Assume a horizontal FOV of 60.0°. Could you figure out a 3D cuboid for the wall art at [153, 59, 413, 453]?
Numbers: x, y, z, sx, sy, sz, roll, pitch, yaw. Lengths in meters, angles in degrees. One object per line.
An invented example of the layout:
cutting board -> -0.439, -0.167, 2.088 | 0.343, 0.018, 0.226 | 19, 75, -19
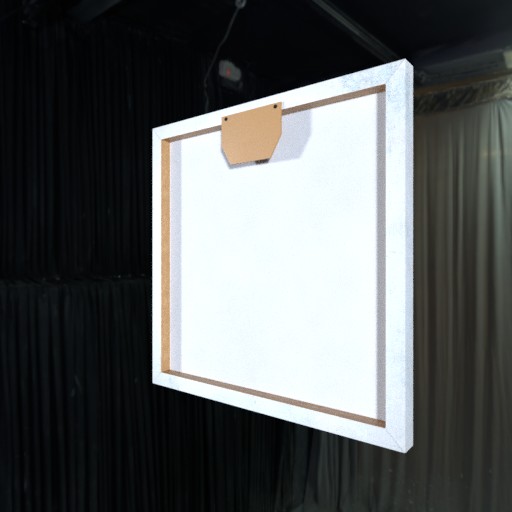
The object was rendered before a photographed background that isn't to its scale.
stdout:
wall art -> 0.000, 0.000, 0.877 | 0.605, 0.605, 0.044 | 0, 0, 38
